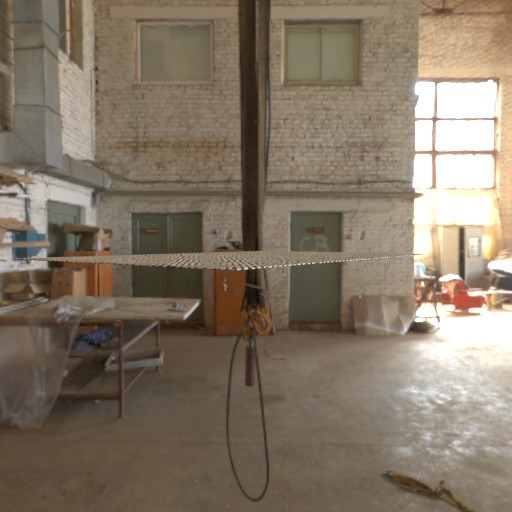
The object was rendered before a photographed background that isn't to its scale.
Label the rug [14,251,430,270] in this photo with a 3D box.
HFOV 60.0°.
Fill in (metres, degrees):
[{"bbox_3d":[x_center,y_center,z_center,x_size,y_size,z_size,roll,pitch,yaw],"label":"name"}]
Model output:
[{"bbox_3d":[0.000,0.000,2.165,1.177,0.004,1.750,1,2,37],"label":"rug"}]
